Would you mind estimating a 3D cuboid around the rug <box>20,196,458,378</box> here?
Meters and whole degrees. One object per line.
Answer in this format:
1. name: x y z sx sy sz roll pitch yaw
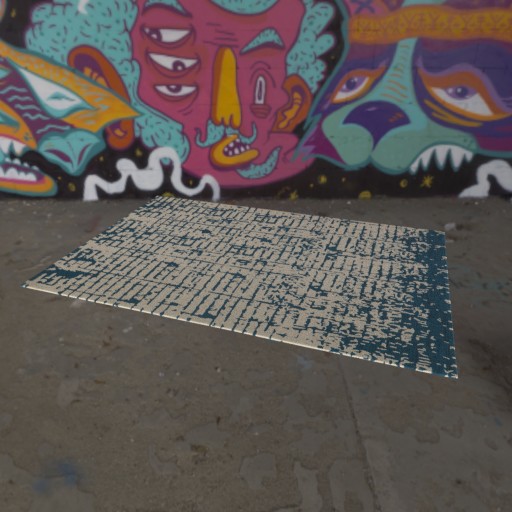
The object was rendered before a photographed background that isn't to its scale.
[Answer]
1. rug: 0.000 0.000 2.243 1.828 0.007 1.220 9 29 16
